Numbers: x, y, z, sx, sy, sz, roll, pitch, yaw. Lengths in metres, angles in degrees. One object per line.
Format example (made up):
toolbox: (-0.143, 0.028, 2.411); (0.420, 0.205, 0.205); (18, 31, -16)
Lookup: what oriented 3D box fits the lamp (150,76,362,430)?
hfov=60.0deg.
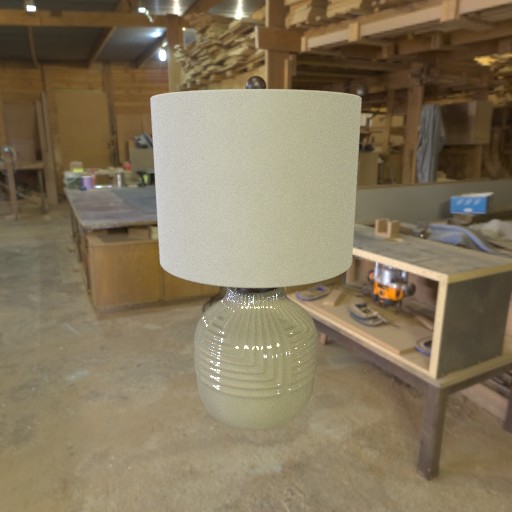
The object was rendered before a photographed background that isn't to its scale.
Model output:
lamp: (0.000, 0.000, 0.748); (0.318, 0.567, 0.318); (0, 15, 0)
